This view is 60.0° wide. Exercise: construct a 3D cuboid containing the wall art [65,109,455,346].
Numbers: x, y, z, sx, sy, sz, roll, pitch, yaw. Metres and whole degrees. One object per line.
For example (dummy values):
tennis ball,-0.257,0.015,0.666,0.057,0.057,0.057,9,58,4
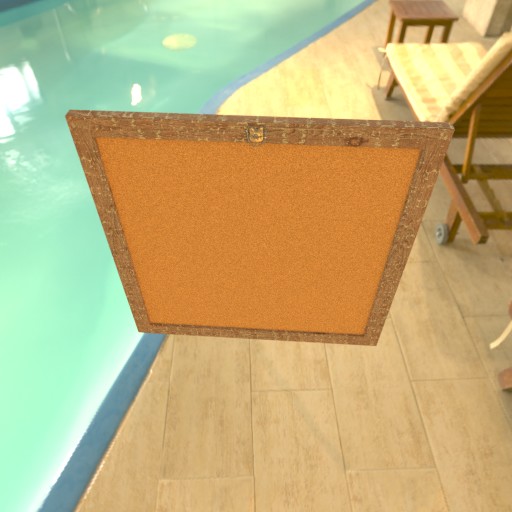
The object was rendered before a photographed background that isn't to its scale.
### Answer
wall art,0.000,0.000,0.570,0.380,0.380,0.022,3,46,3
